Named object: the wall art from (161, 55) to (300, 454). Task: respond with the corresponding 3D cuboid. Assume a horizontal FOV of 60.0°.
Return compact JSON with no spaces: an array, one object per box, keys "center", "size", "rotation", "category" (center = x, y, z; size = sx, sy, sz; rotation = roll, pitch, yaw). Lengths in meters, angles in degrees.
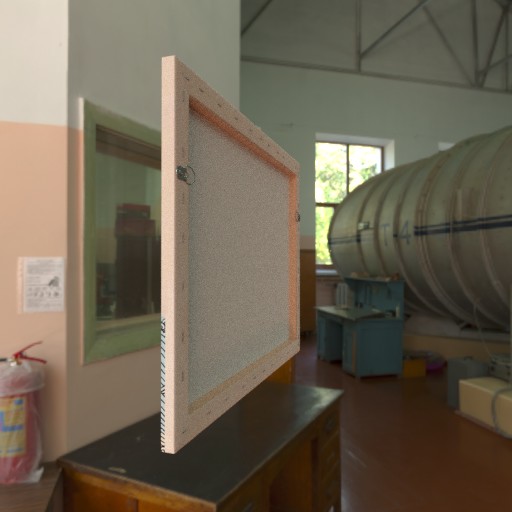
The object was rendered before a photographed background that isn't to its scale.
[{"center":[0.000,0.000,1.593],"size":[0.042,0.912,1.219],"rotation":[0,-1,19],"category":"wall art"}]
